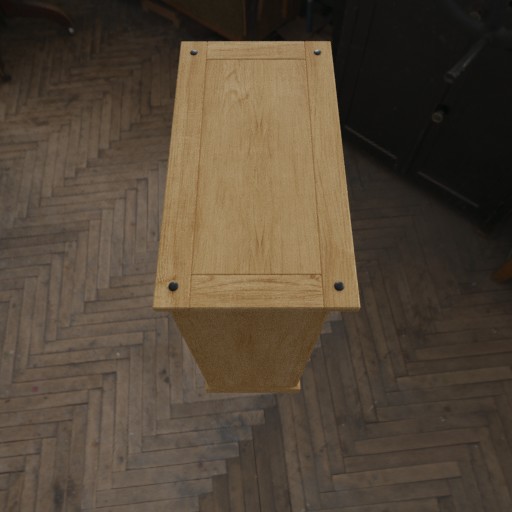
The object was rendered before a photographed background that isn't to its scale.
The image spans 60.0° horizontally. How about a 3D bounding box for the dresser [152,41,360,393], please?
[{"bbox_3d":[0.000,0.000,1.812,0.485,1.300,0.915,0,64,0],"label":"dresser"}]
